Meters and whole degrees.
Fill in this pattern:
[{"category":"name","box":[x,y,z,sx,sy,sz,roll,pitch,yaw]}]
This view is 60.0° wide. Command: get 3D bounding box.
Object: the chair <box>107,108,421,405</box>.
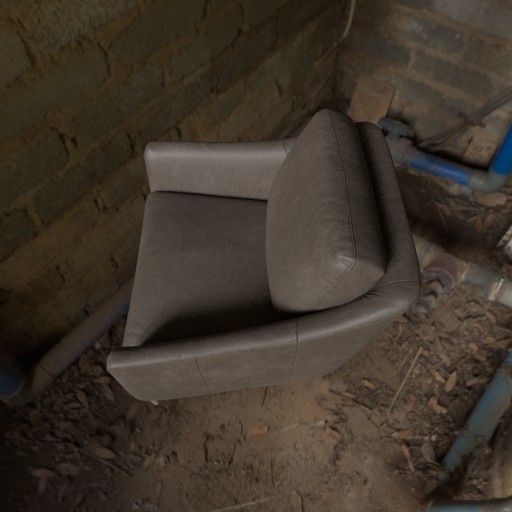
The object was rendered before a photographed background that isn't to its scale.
[{"category":"chair","box":[0.000,0.000,1.719,0.961,0.901,0.988,-1,56,0]}]
